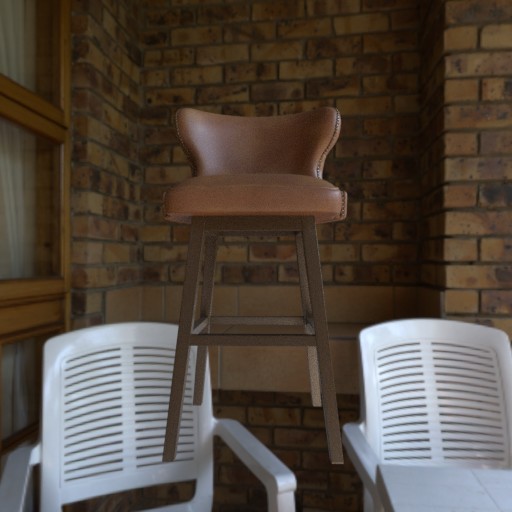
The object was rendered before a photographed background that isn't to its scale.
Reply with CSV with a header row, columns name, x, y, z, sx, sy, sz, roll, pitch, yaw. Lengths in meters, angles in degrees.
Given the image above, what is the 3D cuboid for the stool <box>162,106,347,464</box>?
name,x,y,z,sx,sy,sz,roll,pitch,yaw
stool,0.000,0.000,1.436,0.591,1.087,0.606,0,0,2
